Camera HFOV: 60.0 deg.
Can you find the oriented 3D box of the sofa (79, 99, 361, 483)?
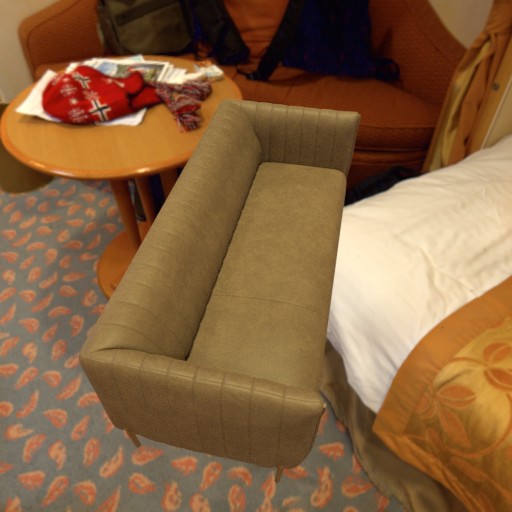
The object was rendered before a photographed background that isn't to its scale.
[{"bbox_3d":[0.000,0.000,2.368,0.876,0.779,1.980,9,47,9],"label":"sofa"}]
